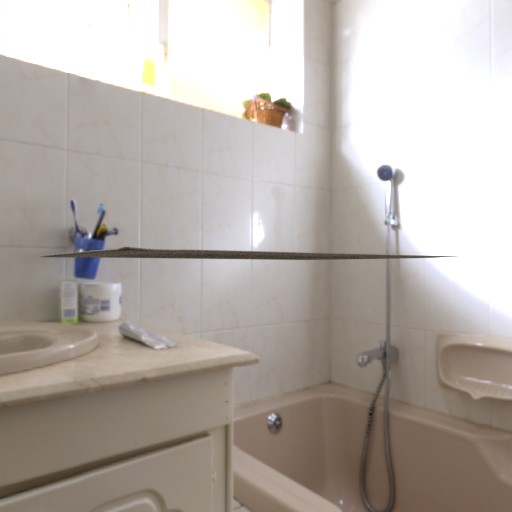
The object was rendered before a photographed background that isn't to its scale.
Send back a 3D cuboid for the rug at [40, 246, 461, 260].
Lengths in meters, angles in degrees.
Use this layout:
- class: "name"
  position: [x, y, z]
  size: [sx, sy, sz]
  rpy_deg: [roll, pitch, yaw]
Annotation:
- class: "rug"
  position: [0.000, 0.000, 2.287]
  size: [1.828, 0.019, 1.209]
  rpy_deg: [1, -2, -37]
